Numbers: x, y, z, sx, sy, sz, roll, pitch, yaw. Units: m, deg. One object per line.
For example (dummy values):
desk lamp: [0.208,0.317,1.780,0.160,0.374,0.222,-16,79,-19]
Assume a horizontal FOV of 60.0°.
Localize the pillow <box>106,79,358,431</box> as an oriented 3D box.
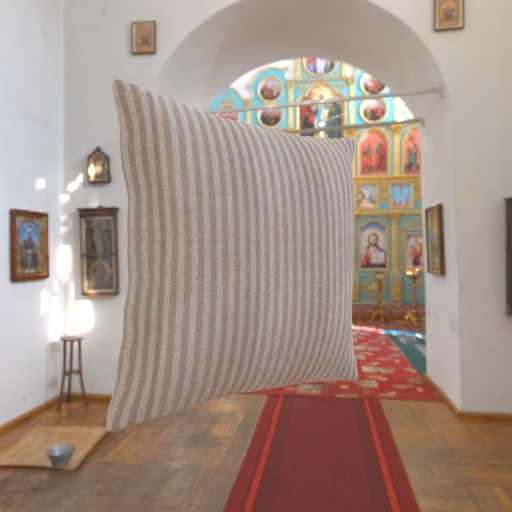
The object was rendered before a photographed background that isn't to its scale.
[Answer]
pillow: [0.000,0.000,0.783,0.523,0.510,0.166,1,-2,-36]
